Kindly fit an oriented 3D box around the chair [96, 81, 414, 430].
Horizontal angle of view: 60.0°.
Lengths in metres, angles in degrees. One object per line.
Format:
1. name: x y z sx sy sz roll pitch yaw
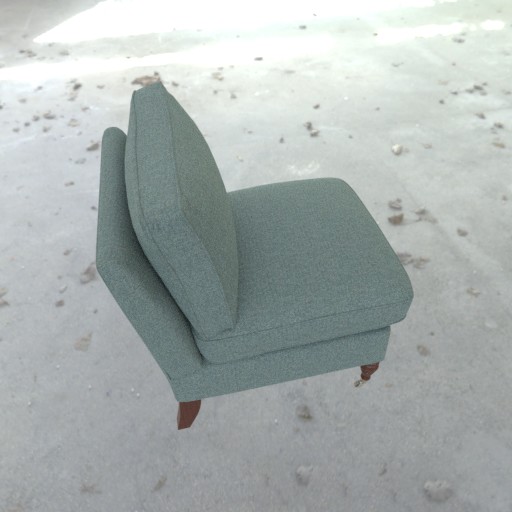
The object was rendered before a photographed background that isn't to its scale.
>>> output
1. chair: 0.000 0.000 1.378 0.796 0.901 0.624 -9 45 -9
